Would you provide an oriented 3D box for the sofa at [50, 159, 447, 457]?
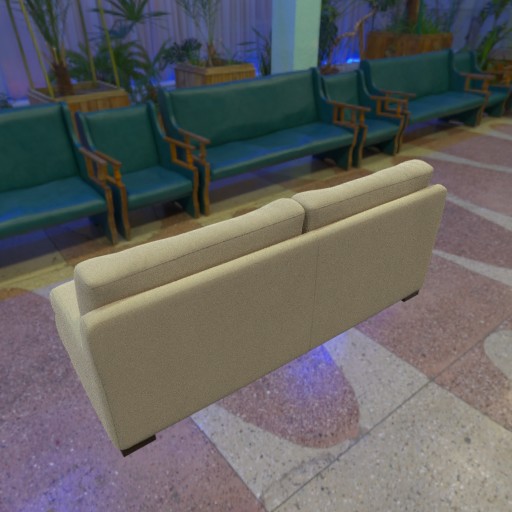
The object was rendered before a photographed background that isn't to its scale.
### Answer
[{"bbox_3d":[0.000,0.000,2.540,2.147,0.925,0.929,-21,37,-30],"label":"sofa"}]
